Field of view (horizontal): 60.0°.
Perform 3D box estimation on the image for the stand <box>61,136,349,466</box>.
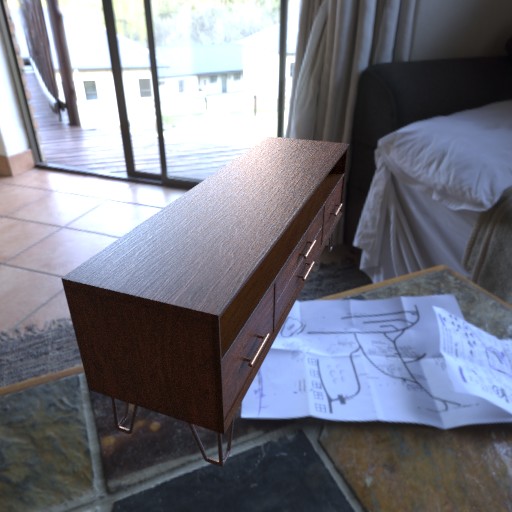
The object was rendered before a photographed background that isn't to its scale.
[{"bbox_3d":[0.000,0.000,1.905,0.481,0.610,1.626,11,31,18],"label":"stand"}]
